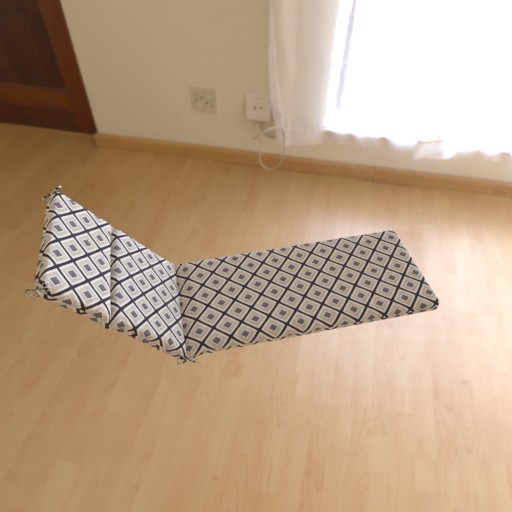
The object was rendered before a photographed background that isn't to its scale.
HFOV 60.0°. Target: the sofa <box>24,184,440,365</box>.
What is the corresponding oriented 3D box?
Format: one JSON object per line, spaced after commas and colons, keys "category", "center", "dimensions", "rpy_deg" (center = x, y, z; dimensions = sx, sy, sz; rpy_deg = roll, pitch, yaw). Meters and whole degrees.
{"category": "sofa", "center": [0.000, 0.000, 1.941], "dimensions": [1.663, 0.622, 0.582], "rpy_deg": [-9, 47, -9]}
